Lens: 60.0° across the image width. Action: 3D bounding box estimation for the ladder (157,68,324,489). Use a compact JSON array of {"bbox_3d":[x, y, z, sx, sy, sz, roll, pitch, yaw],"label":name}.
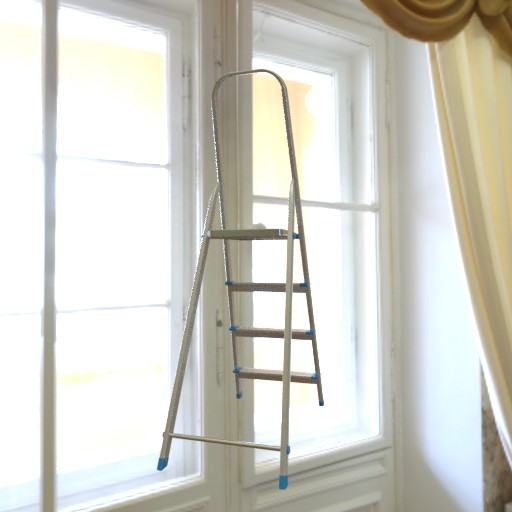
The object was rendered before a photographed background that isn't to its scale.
[{"bbox_3d":[0.000,0.000,1.823,0.445,1.434,0.842,0,-1,17],"label":"ladder"}]
